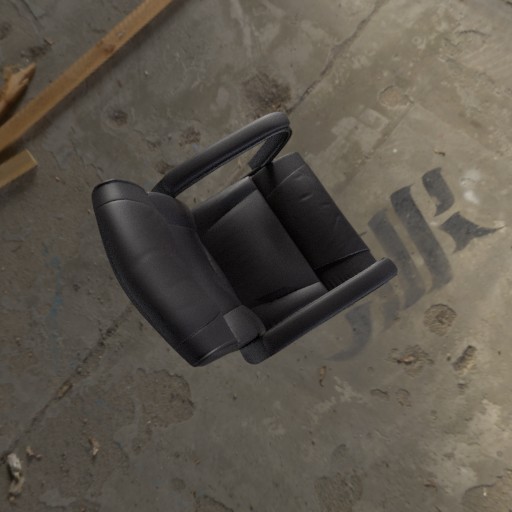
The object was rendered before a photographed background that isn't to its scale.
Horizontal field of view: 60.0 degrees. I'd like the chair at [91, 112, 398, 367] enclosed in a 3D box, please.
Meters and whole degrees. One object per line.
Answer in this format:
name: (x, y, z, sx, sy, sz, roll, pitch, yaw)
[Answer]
chair: (0.000, 0.000, 1.385, 0.641, 0.998, 0.576, -32, 79, -7)
